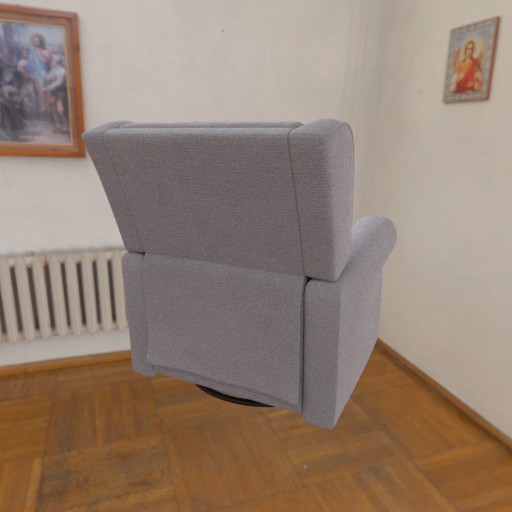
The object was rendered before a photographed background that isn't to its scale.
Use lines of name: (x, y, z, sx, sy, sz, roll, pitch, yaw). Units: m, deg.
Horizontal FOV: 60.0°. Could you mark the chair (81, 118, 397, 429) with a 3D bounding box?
chair: (0.000, 0.000, 1.662, 0.906, 0.966, 0.854, 8, 17, 25)
